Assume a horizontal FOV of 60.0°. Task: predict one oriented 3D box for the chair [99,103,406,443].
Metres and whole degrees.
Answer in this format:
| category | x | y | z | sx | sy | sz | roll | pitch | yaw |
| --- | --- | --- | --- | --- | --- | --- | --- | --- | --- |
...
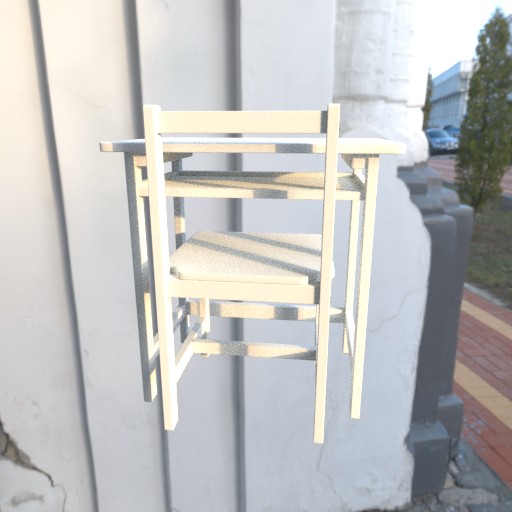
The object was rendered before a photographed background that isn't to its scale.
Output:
| category | x | y | z | sx | sy | sz | roll | pitch | yaw |
| --- | --- | --- | --- | --- | --- | --- | --- | --- | --- |
| chair | 0.000 | 0.000 | 1.070 | 0.599 | 0.673 | 0.461 | 2 | 16 | 7 |
